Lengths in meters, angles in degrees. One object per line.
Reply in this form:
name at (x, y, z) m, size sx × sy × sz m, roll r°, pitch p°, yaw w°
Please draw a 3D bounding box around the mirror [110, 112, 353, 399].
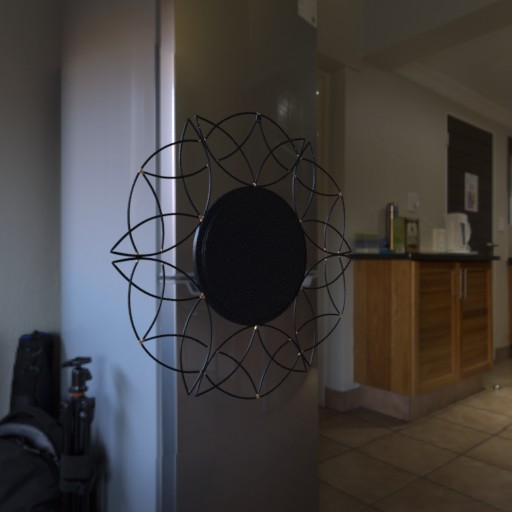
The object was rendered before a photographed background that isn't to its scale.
mirror at (0.000, 0.000, 1.207) m, size 0.797 × 0.775 × 0.028 m, roll 0°, pitch 1°, yaw -37°
